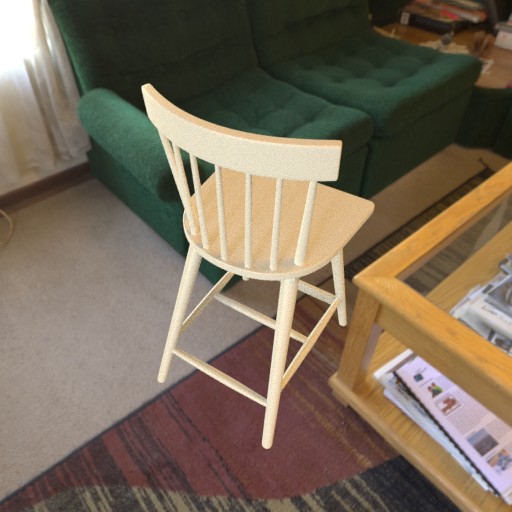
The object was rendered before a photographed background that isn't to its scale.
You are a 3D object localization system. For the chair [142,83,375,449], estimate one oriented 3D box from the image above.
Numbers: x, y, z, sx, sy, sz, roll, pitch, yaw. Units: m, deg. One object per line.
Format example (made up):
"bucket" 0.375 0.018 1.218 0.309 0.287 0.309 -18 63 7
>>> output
"chair" 0.000 0.000 1.265 0.483 0.952 0.572 24 49 22
